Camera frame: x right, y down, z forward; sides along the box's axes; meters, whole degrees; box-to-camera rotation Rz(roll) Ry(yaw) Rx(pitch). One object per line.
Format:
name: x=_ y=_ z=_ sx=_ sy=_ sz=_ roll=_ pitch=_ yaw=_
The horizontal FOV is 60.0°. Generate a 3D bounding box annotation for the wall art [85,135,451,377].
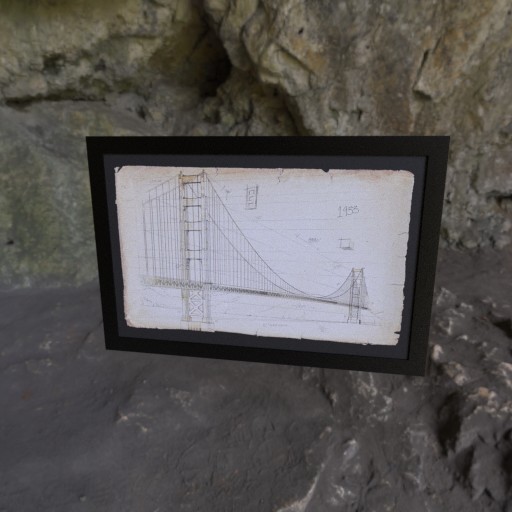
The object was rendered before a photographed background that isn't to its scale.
wall art: x=0.000 y=0.000 z=0.855 sx=0.660 sy=0.447 sz=0.013 roll=3 pitch=15 yaw=10
